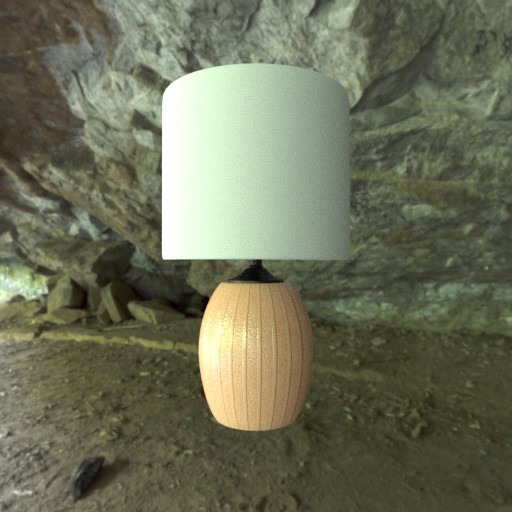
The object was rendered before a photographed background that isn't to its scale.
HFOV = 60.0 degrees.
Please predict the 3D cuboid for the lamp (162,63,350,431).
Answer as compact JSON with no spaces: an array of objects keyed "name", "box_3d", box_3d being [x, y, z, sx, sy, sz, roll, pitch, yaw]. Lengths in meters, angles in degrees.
[{"name":"lamp","box_3d":[0.000,0.000,0.794,0.329,0.570,0.329,0,-1,0]}]
